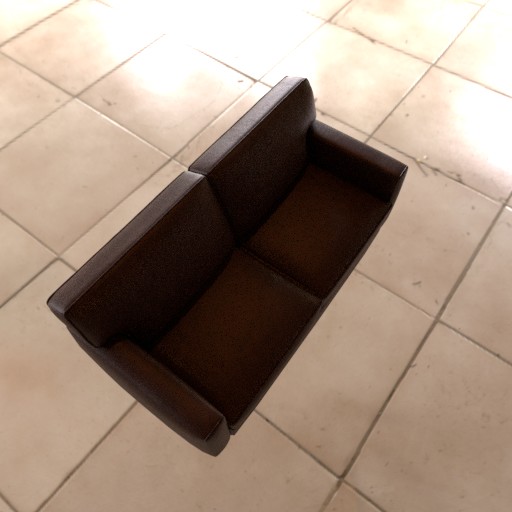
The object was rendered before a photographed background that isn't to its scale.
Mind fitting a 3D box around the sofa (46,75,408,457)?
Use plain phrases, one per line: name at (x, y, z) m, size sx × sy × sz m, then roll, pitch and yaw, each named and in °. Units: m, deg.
sofa at (0.000, 0.000, 2.413) m, size 0.912 × 0.928 × 1.876 m, roll 32°, pitch 65°, yaw 18°
